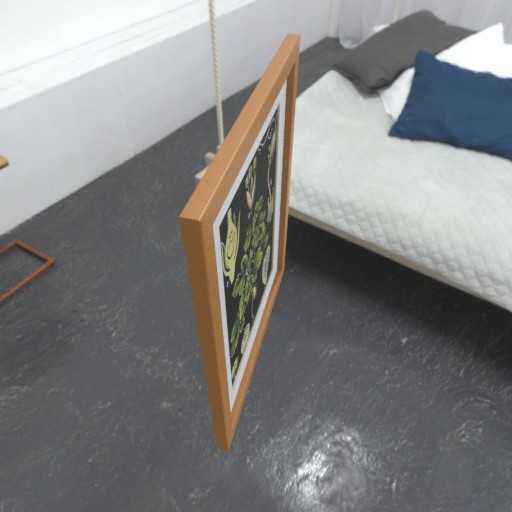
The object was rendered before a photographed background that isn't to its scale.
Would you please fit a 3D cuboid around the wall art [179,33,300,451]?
[{"bbox_3d":[0.000,0.000,0.745,0.022,0.553,0.452,11,47,10],"label":"wall art"}]
